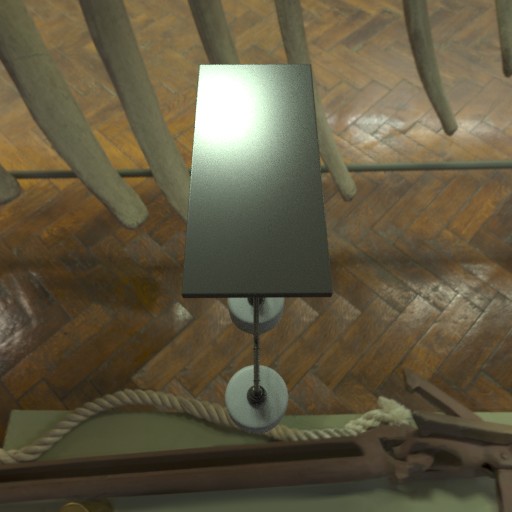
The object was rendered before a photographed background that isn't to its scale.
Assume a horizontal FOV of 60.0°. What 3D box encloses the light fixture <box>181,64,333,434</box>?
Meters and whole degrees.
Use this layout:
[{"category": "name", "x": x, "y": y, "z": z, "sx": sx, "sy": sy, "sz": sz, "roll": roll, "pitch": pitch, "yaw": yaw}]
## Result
[{"category": "light fixture", "x": 0.000, "y": 0.000, "z": 0.855, "sx": 0.177, "sy": 0.557, "sz": 0.582, "roll": 0, "pitch": 62, "yaw": 0}]
